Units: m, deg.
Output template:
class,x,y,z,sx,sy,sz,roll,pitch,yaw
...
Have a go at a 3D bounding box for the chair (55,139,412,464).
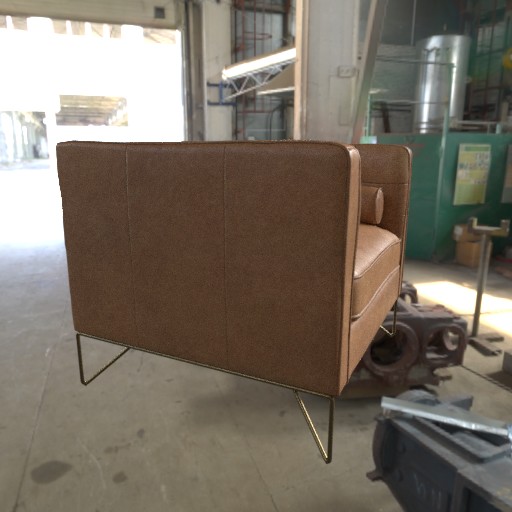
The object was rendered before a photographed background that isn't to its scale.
class,x,y,z,sx,sy,sz,roll,pitch,yaw
chair,0.000,0.000,1.589,0.912,0.797,0.920,7,15,26
